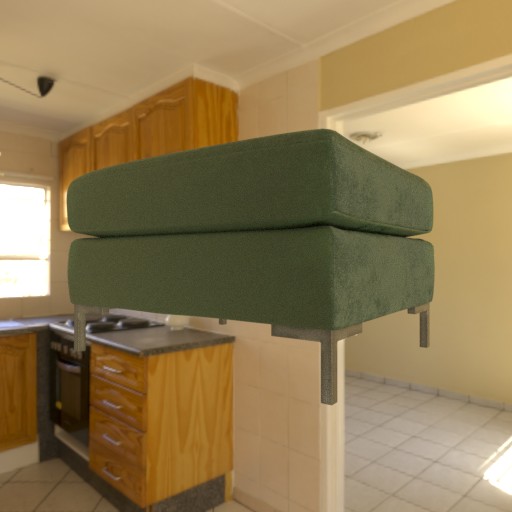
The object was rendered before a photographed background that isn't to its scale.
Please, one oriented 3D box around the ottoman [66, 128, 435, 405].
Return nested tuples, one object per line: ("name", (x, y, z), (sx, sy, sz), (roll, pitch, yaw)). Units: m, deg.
("ottoman", (0.000, 0.000, 1.286), (0.839, 0.538, 0.701), (0, 0, 36))
